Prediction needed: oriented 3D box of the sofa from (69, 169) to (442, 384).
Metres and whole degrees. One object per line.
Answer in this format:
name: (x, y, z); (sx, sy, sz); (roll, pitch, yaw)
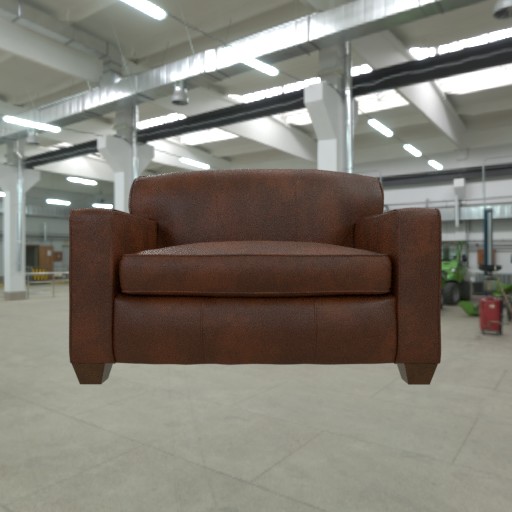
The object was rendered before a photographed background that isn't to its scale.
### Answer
sofa: (0.000, 0.000, 2.074); (1.413, 0.956, 1.000); (0, 0, 0)
